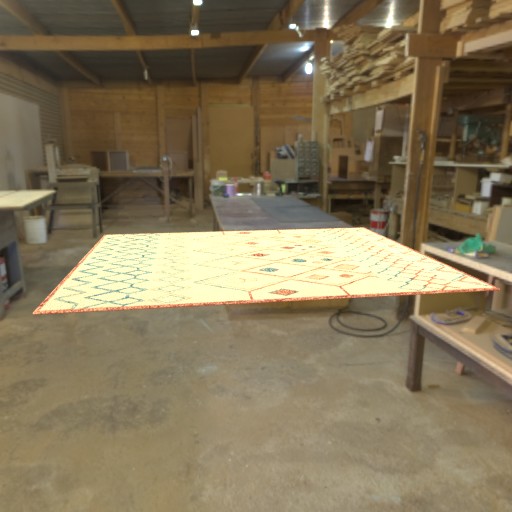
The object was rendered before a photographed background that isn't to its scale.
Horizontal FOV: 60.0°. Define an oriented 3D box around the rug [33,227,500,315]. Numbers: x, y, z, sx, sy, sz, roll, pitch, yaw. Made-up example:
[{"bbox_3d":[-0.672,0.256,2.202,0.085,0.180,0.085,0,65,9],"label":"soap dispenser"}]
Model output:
[{"bbox_3d":[0.000,0.000,4.013,3.050,0.016,2.441,-2,14,-8],"label":"rug"}]
